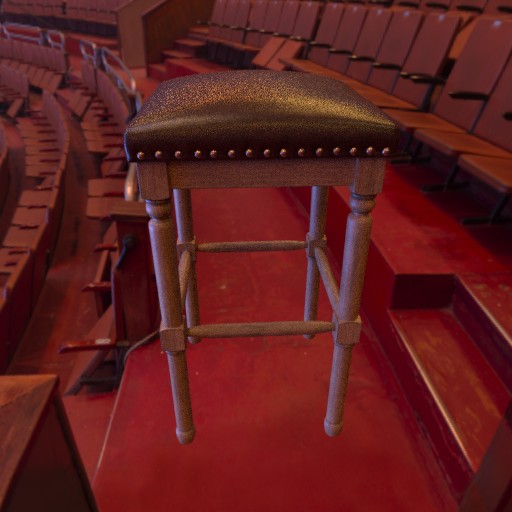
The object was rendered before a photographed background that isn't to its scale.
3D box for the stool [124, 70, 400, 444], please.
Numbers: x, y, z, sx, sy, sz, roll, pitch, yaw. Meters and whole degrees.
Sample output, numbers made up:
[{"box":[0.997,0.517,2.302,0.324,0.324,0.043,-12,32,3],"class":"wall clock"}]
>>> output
[{"box":[0.000,0.000,0.912,0.383,0.702,0.382,-2,30,-3],"class":"stool"}]
